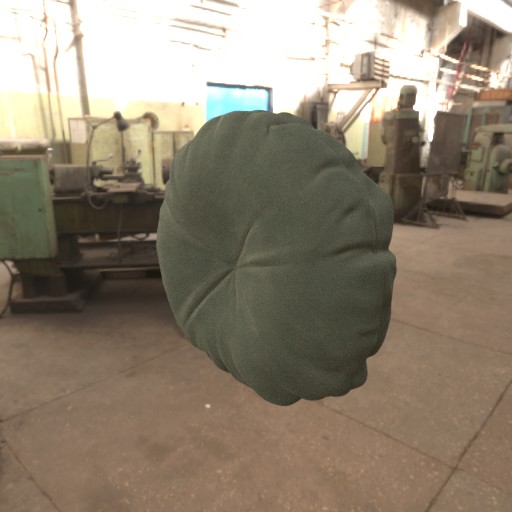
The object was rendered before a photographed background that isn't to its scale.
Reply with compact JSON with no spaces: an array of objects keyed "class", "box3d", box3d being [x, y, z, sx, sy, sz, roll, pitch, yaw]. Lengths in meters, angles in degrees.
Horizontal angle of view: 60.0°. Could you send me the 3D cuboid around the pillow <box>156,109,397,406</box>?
[{"class":"pillow","box3d":[0.000,0.000,0.649,0.148,0.407,0.428,-15,22,-43]}]
